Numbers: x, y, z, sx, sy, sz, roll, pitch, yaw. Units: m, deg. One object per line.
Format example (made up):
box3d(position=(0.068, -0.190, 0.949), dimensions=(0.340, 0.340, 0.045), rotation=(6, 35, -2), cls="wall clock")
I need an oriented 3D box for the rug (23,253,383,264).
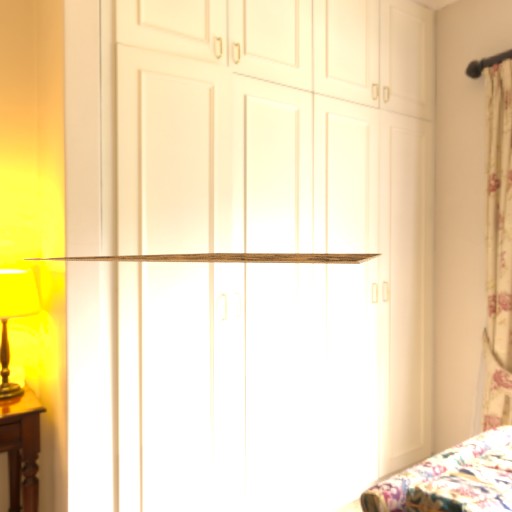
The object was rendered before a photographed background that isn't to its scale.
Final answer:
box3d(position=(0.000, 0.000, 2.875), dimensions=(1.522, 0.008, 2.284), rotation=(0, 1, 18), cls="rug")
